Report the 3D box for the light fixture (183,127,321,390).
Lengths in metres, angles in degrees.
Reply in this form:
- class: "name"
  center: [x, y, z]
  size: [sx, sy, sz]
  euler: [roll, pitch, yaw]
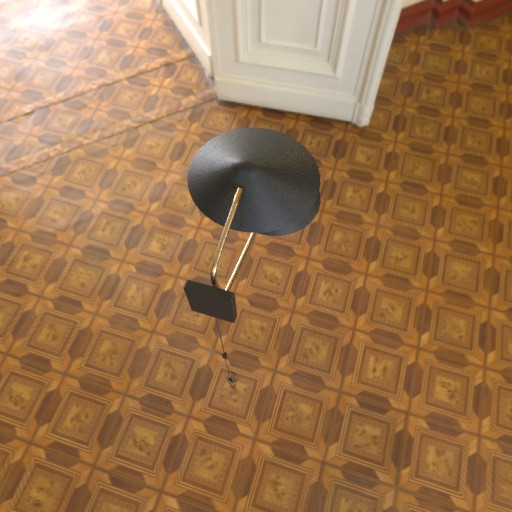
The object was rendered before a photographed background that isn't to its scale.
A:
- class: "light fixture"
  center: [0.000, 0.000, 0.869]
  size: [0.189, 0.665, 0.422]
  euler: [15, 64, 8]
